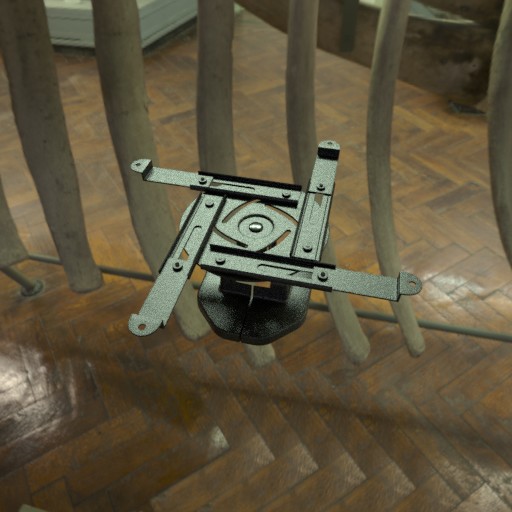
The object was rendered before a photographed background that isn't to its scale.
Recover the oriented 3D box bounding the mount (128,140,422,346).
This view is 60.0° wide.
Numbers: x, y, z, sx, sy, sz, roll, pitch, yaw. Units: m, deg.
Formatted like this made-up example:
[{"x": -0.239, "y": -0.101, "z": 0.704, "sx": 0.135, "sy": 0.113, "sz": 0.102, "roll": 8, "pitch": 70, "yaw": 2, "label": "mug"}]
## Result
[{"x": 0.000, "y": 0.000, "z": 0.597, "sx": 0.394, "sy": 0.141, "sz": 0.394, "roll": 10, "pitch": 46, "yaw": 9, "label": "mount"}]
